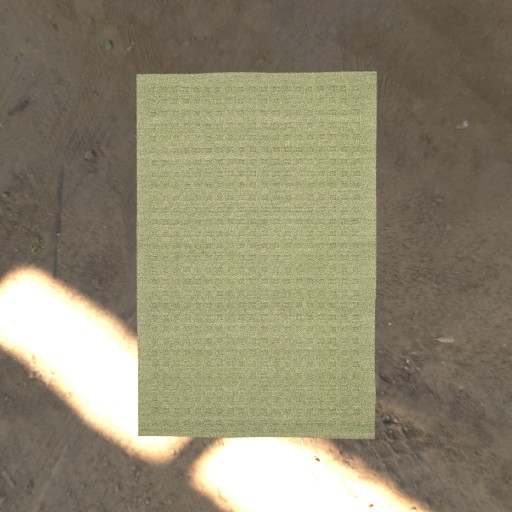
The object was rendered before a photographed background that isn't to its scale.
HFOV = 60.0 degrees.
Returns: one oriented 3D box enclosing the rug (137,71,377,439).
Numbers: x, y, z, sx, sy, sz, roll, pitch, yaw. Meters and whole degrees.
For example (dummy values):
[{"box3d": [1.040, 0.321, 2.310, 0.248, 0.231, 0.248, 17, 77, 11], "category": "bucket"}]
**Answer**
[{"box3d": [0.000, 0.000, 2.119, 1.143, 0.006, 1.747, 0, 91, 1], "category": "rug"}]
